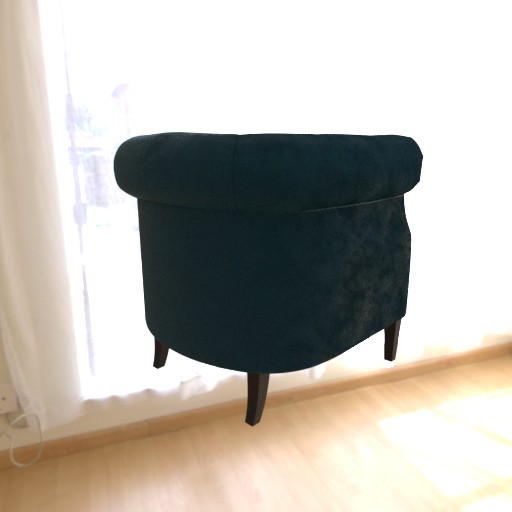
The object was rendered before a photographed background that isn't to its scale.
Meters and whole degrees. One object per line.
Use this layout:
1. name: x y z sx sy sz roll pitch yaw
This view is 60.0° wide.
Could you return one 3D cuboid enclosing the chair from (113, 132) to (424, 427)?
1. chair: 0.000 0.000 1.550 0.904 0.826 0.851 14 20 42
